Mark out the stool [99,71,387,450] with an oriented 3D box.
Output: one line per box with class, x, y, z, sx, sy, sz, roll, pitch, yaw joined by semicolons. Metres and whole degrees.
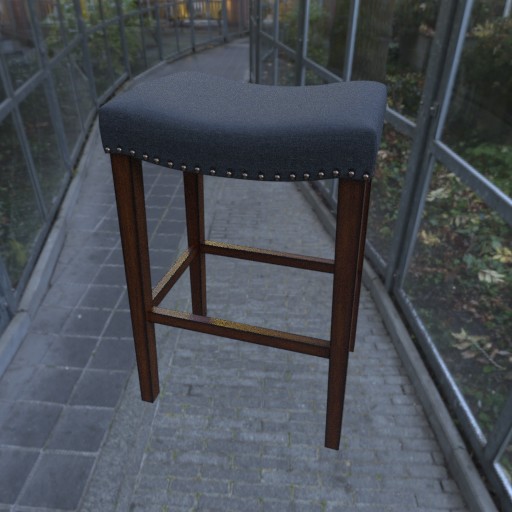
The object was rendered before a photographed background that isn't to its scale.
stool;0.000;0.000;1.025;0.502;0.748;0.366;9;33;14
